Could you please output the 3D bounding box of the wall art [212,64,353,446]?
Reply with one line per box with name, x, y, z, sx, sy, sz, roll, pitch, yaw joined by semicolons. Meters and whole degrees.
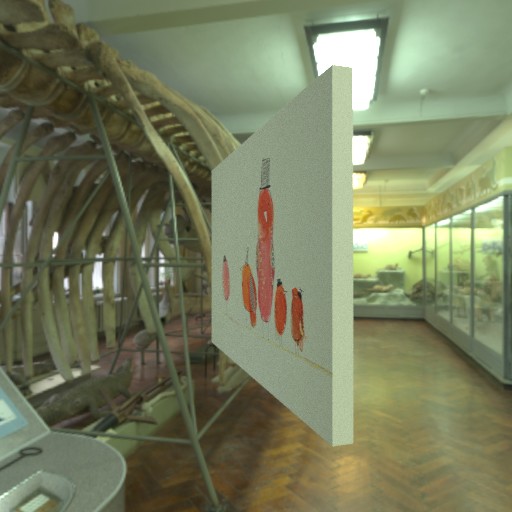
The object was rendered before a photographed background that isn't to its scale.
wall art;0.000;0.000;1.146;0.038;0.609;0.914;0;0;-18
